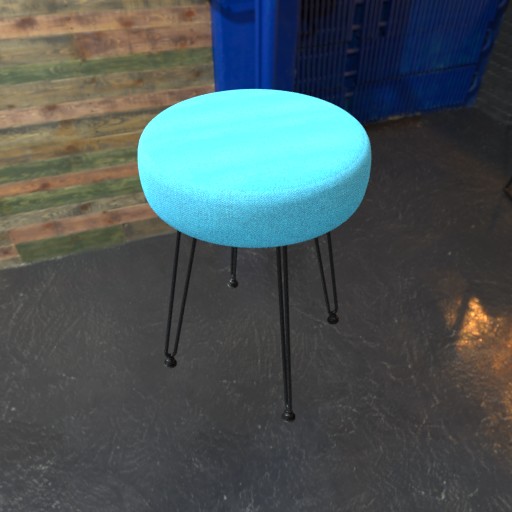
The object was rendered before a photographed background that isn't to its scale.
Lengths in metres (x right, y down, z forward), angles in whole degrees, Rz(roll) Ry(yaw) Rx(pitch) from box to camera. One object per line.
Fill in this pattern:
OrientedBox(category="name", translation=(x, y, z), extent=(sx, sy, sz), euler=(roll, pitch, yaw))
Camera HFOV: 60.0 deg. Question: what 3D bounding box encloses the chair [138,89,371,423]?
OrientedBox(category="chair", translation=(0.000, 0.000, 0.702), extent=(0.350, 0.440, 0.350), euler=(-12, 43, -14))
